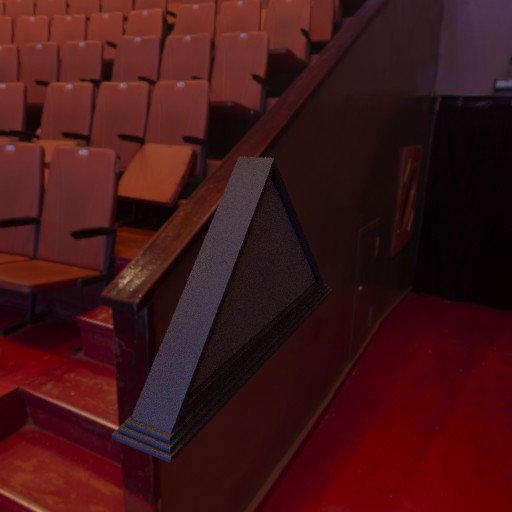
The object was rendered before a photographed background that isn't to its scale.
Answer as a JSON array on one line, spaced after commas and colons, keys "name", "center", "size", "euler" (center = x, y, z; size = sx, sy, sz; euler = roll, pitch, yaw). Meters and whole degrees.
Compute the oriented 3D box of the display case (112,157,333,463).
[{"name": "display case", "center": [0.000, 0.000, 0.782], "size": [0.095, 0.340, 0.640], "euler": [8, 19, 26]}]
